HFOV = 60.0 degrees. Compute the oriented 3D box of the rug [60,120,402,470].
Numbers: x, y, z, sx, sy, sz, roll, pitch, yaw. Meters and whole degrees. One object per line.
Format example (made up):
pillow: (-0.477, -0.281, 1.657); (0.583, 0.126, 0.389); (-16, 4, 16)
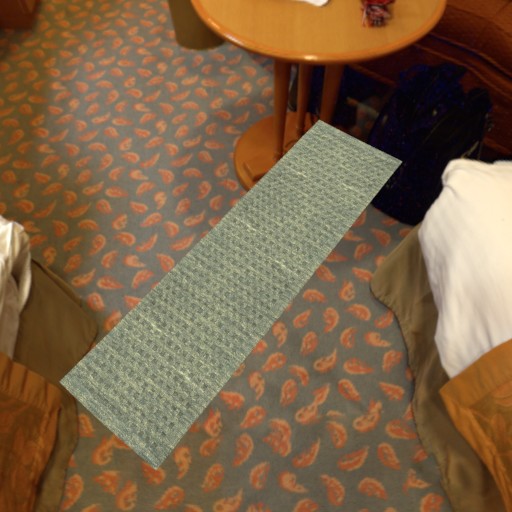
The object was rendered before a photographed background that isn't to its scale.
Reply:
rug: (0.000, 0.000, 2.676); (0.688, 0.008, 2.443); (33, 64, 18)
